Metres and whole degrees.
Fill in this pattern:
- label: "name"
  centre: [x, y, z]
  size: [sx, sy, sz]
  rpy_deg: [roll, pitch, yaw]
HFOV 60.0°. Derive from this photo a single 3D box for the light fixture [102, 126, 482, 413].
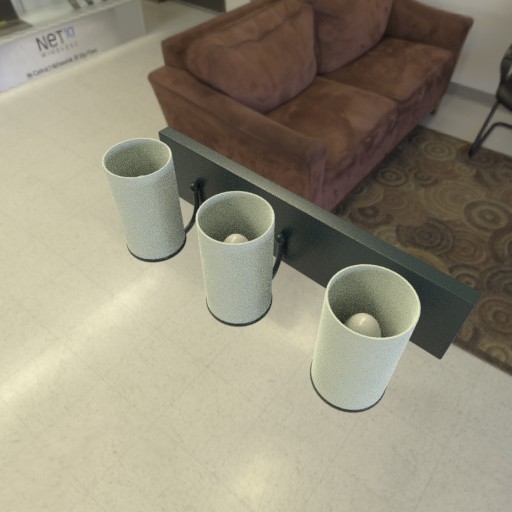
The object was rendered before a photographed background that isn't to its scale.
- label: "light fixture"
  centre: [0.000, 0.000, 0.525]
  size: [0.451, 0.172, 0.145]
  rpy_deg: [33, 56, 26]
